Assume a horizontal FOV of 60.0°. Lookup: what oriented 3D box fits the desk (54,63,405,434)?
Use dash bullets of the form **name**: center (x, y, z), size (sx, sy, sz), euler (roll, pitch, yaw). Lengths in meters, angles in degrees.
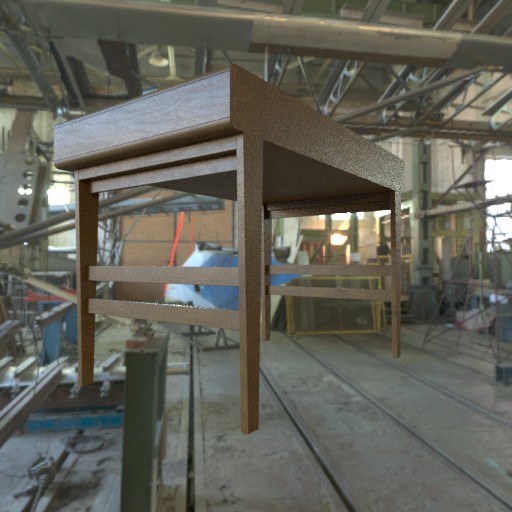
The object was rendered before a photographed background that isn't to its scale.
- **desk**: center (0.000, 0.000, 1.498), size (0.660, 0.754, 1.066), euler (-1, -1, 36)
